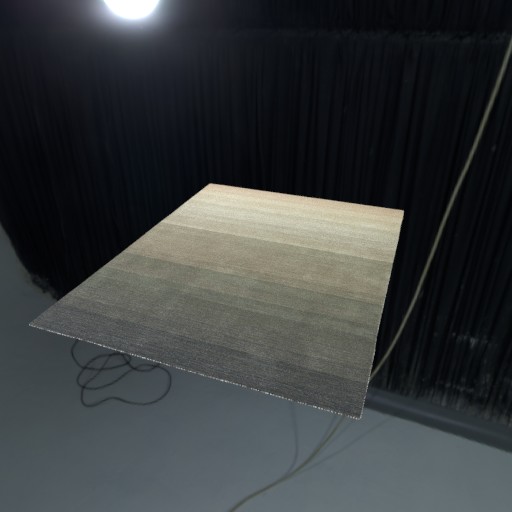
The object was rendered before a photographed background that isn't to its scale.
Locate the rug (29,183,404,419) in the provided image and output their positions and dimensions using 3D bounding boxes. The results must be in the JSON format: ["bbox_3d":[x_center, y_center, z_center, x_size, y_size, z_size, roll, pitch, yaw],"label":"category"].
[{"bbox_3d":[0.000,0.000,3.943,2.315,0.015,2.932,11,32,18],"label":"rug"}]
